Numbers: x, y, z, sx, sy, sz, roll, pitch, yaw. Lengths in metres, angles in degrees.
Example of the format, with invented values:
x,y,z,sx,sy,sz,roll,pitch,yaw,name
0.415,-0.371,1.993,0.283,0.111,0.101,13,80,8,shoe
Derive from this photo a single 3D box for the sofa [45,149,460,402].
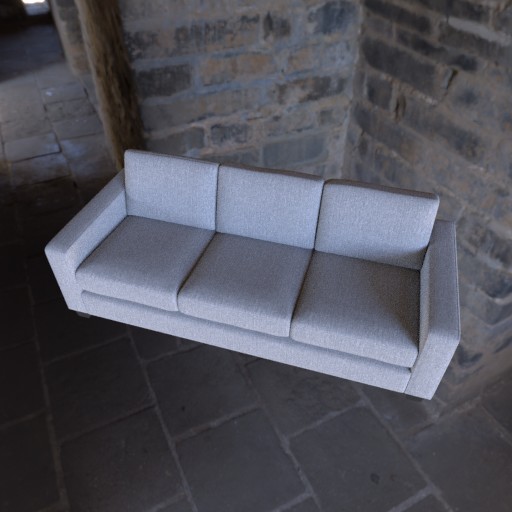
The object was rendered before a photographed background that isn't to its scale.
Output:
x,y,z,sx,sy,sz,roll,pitch,yaw,name
0.000,0.000,2.552,2.120,0.800,0.900,11,43,12,sofa
